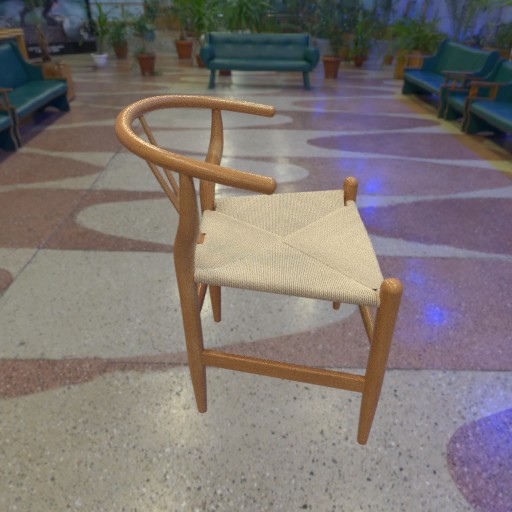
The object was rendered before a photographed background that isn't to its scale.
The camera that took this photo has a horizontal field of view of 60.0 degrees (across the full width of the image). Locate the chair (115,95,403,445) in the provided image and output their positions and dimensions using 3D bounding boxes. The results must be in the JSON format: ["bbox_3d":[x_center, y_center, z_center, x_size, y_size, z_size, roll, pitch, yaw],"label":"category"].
[{"bbox_3d":[0.000,0.000,1.128,0.579,0.730,0.569,1,31,2],"label":"chair"}]
